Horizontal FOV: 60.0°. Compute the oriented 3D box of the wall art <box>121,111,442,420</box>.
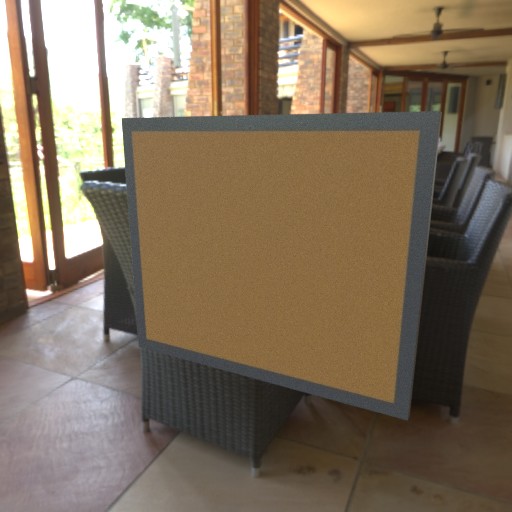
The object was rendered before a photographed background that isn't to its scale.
[{"bbox_3d":[0.000,0.000,0.922,0.660,0.558,0.026,8,17,26],"label":"wall art"}]
